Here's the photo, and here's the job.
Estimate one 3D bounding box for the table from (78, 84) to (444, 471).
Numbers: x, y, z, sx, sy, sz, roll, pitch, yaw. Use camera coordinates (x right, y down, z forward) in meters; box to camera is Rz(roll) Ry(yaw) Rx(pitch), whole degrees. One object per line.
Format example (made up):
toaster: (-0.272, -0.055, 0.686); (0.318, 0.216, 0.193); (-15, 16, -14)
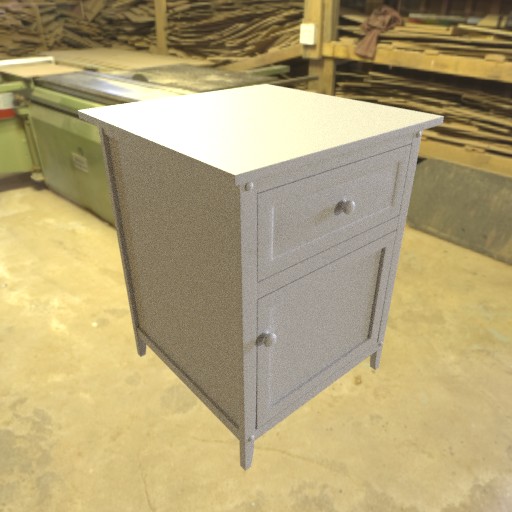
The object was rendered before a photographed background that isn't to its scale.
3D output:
table: (0.000, 0.000, 0.769); (0.381, 0.483, 0.381); (-23, 37, -35)
